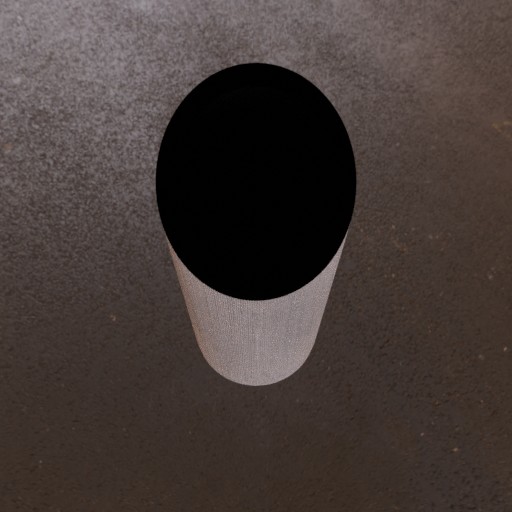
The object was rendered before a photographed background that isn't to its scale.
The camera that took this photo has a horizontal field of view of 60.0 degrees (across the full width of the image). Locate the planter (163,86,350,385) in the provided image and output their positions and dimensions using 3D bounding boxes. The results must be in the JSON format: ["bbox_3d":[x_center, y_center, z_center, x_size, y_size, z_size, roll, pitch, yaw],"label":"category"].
[{"bbox_3d":[0.000,0.000,0.126,0.045,0.103,0.045,16,59,10],"label":"planter"}]
